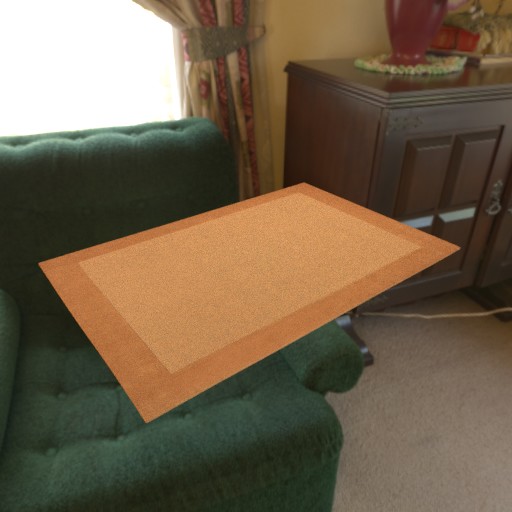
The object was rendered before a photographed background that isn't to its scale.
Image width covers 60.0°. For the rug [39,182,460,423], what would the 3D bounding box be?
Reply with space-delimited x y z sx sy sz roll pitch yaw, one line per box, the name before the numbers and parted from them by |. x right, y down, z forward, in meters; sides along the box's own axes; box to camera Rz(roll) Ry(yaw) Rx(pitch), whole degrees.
rug | 0.000 0.000 2.298 1.829 0.014 1.219 -21 37 -32
